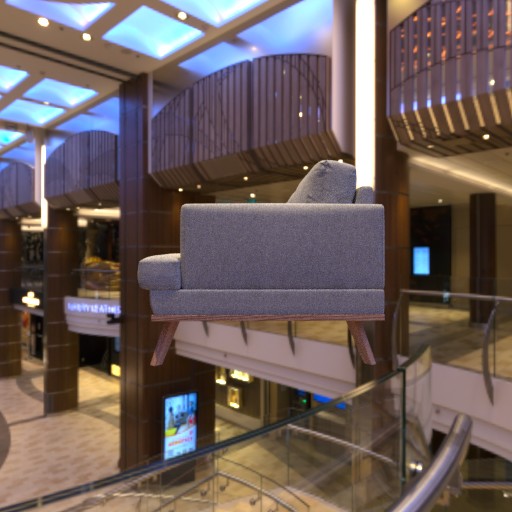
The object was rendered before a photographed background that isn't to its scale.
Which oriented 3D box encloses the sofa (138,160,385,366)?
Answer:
[{"bbox_3d":[0.000,0.000,2.765,0.920,0.810,2.310,0,0,-1],"label":"sofa"}]
